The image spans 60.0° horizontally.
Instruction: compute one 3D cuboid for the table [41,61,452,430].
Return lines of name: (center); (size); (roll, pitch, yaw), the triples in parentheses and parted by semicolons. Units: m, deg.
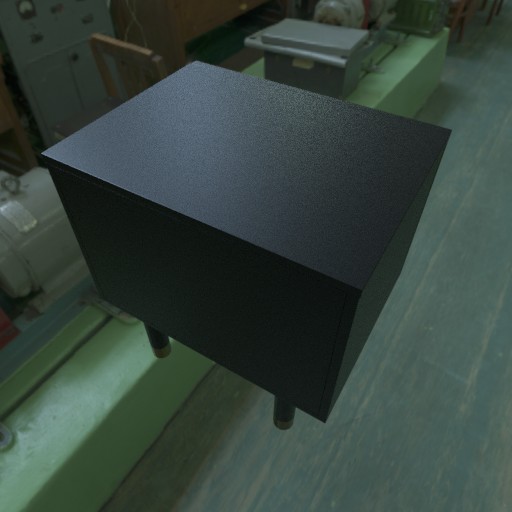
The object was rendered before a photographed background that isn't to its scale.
table: (0.000, 0.000, 0.973); (0.564, 0.584, 0.441); (24, 51, 21)
